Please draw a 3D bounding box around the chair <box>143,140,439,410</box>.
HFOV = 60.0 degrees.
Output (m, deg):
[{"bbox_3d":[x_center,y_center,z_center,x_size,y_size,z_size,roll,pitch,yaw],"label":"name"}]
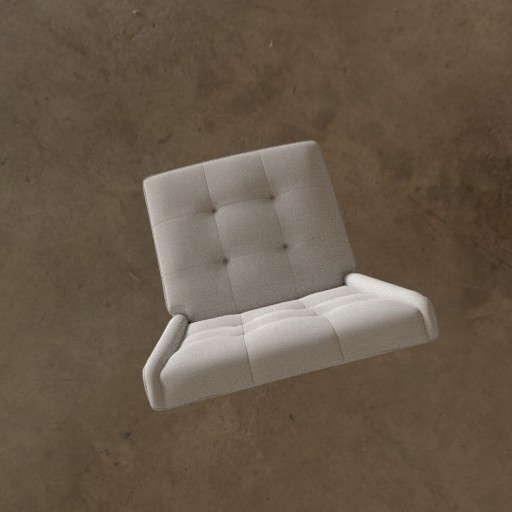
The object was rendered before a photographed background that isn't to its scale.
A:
[{"bbox_3d":[0.000,0.000,1.287,0.569,0.853,0.676,-13,76,-3],"label":"chair"}]
